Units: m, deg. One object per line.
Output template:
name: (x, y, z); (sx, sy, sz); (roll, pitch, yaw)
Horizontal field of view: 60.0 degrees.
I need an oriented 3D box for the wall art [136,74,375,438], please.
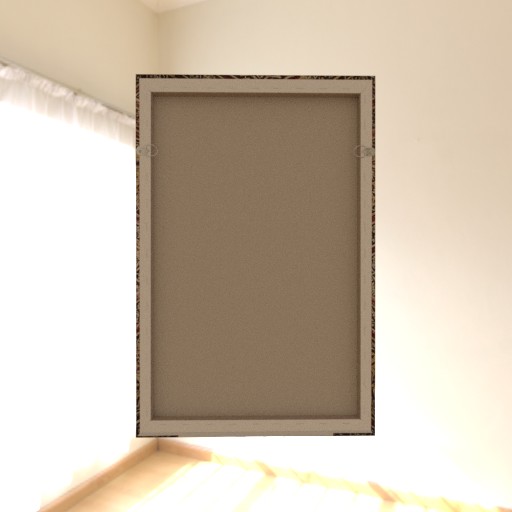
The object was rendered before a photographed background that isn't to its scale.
wall art: (0.000, 0.000, 0.741); (0.397, 0.599, 0.020); (0, 0, -1)
